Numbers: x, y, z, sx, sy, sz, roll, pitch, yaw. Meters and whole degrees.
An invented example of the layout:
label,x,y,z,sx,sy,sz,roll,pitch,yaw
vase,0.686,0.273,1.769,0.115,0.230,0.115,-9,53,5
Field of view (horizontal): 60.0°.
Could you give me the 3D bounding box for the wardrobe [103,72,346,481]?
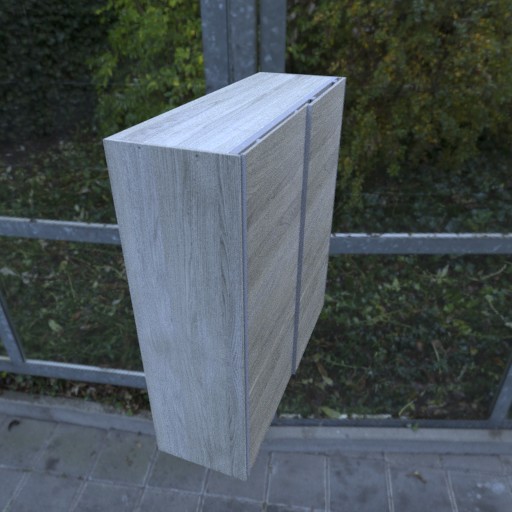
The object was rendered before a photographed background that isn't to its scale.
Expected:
label,x,y,z,sx,sy,sz,roll,pitch,yaw
wardrobe,0.000,0.000,2.881,0.629,1.960,1.780,11,33,18
